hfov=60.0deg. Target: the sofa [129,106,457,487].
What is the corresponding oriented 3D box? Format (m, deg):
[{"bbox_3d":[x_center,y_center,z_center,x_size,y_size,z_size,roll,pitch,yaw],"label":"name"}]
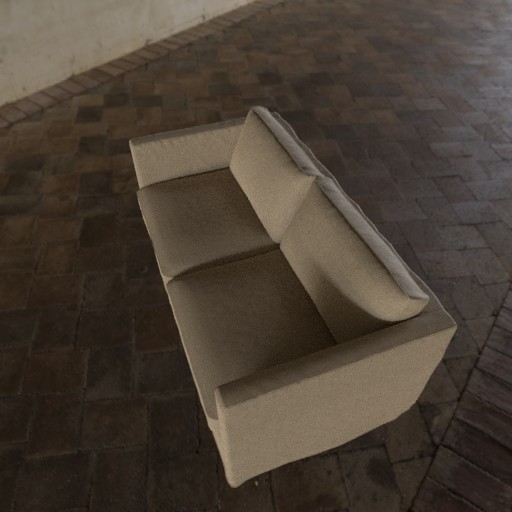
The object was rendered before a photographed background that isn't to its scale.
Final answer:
[{"bbox_3d":[0.000,0.000,2.272,0.956,0.828,1.766,-15,48,-14],"label":"sofa"}]
